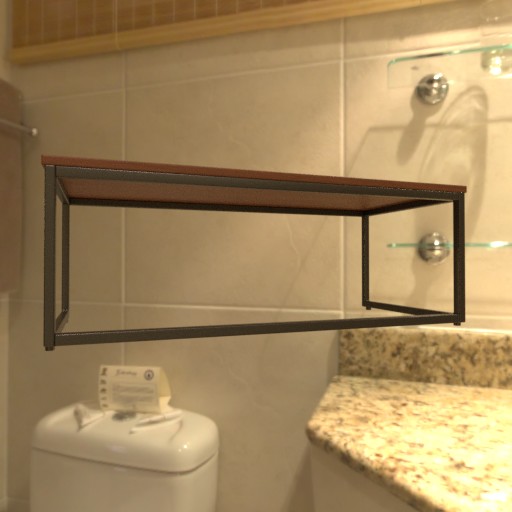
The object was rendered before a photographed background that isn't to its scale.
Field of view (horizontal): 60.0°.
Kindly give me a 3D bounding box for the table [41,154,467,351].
[{"bbox_3d":[0.000,0.000,1.313,1.100,0.400,0.500,0,-1,-20],"label":"table"}]
